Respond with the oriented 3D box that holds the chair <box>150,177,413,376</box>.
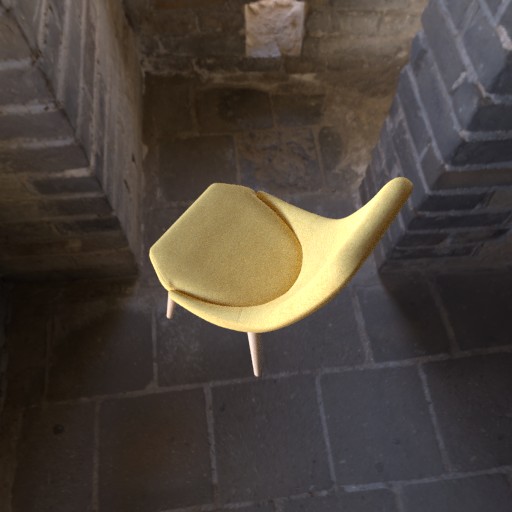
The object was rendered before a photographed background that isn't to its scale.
[{"bbox_3d":[0.000,0.000,1.431,0.660,1.040,0.510,33,68,16],"label":"chair"}]
